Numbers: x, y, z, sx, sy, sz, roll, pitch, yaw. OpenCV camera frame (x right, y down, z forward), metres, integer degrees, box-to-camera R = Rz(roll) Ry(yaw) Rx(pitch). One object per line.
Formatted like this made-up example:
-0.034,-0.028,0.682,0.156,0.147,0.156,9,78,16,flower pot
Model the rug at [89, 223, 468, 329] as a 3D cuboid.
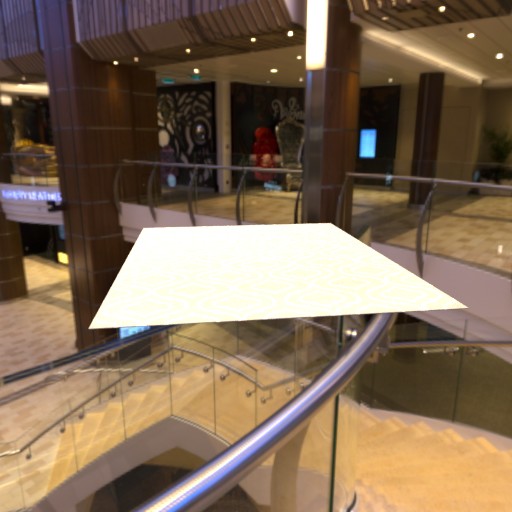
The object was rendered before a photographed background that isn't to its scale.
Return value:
0.000,0.000,4.005,2.283,0.006,2.892,-2,15,-8,rug
